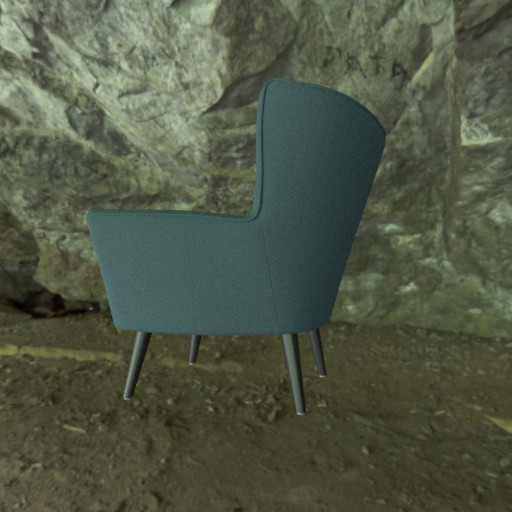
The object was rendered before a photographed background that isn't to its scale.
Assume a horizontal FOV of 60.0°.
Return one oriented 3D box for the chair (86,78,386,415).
[{"bbox_3d":[0.000,0.000,1.575,0.888,0.933,0.781,0,0,17],"label":"chair"}]
